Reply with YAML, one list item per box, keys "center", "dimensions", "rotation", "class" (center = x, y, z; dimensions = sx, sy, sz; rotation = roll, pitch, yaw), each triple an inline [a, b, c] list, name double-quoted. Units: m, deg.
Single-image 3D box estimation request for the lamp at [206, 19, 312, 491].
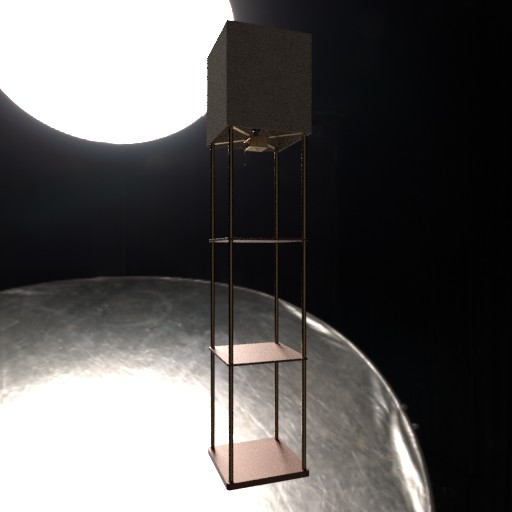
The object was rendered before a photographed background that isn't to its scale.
- center: [0.000, 0.000, 1.667]
  dimensions: [0.310, 1.569, 0.308]
  rotation: [0, 0, -19]
  class: "lamp"
